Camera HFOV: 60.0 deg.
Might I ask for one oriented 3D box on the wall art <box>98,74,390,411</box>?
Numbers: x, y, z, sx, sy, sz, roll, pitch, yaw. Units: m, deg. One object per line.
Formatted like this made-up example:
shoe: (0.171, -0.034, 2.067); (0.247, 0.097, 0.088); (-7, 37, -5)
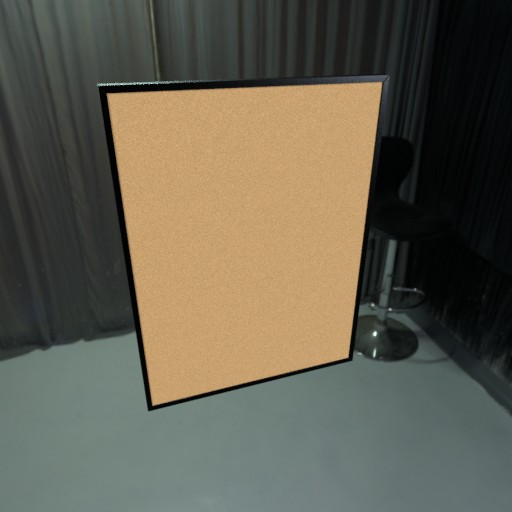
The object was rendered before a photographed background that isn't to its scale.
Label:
wall art: (0.000, 0.000, 1.425); (0.805, 1.062, 0.040); (-9, 29, -17)
